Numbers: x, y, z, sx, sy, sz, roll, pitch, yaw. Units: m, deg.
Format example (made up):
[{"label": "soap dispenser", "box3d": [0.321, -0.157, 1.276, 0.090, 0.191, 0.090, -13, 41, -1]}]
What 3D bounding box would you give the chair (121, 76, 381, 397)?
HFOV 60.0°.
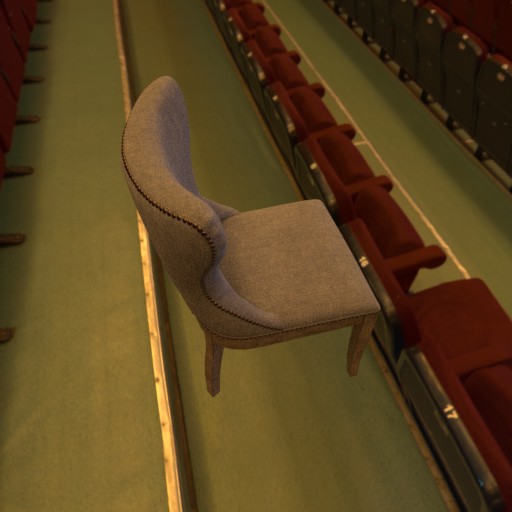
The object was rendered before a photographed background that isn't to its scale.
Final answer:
[{"label": "chair", "box3d": [0.000, 0.000, 1.467, 0.681, 1.002, 0.654, -11, 49, -10]}]
